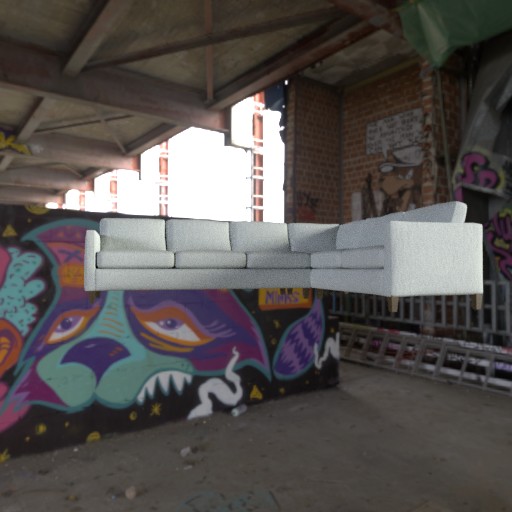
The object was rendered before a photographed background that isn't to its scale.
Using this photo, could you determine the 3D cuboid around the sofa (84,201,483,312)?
[{"bbox_3d":[0.000,0.000,4.467,3.333,0.934,2.522,0,-2,-16],"label":"sofa"}]
